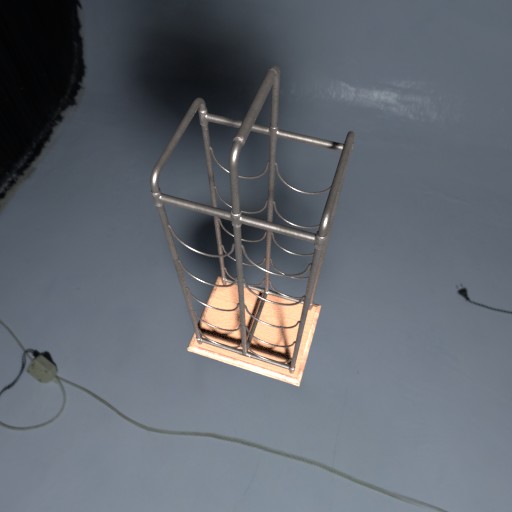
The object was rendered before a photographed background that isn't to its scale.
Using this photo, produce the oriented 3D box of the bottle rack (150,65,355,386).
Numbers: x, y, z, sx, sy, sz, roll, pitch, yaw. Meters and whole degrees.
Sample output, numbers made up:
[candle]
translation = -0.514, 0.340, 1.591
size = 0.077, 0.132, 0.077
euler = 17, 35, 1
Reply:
[bottle rack]
translation = 0.000, 0.000, 0.804
size = 0.276, 0.680, 0.208
euler = 15, 59, 9
